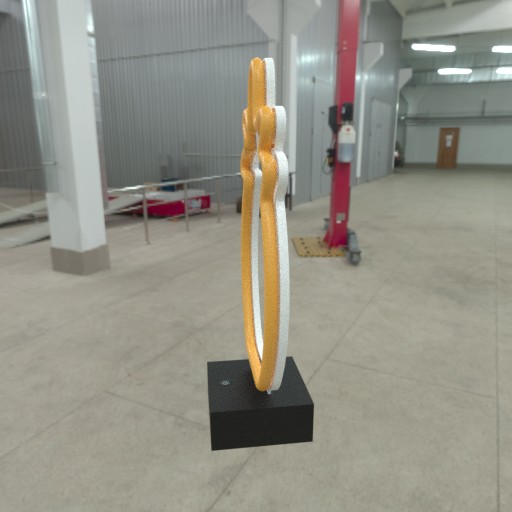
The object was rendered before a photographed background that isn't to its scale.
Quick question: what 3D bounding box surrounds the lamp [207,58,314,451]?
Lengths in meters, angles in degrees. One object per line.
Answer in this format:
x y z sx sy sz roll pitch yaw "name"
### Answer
0.000 0.000 0.384 0.088 0.317 0.167 -2 15 -8 "lamp"
